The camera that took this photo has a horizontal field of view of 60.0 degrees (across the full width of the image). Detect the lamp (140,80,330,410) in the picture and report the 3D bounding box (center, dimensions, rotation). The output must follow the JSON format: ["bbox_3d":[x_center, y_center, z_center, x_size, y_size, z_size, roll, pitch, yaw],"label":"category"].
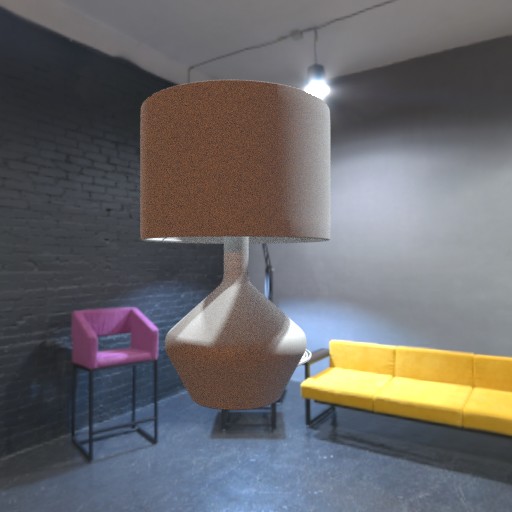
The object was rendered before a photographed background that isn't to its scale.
[{"bbox_3d":[0.000,0.000,0.853,0.401,0.457,0.546,0,0,36],"label":"lamp"}]
